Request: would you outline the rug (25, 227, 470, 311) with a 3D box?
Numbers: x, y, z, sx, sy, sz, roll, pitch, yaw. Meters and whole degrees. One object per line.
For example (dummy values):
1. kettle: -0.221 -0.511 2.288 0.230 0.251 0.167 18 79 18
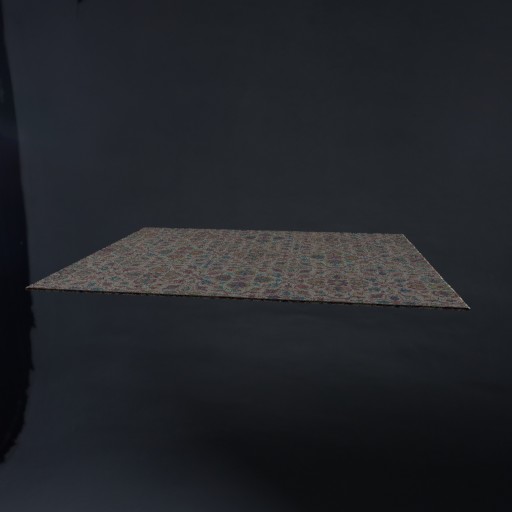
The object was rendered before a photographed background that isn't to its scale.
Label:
1. rug: 0.000 0.000 4.326 3.215 0.020 2.446 2 15 7
